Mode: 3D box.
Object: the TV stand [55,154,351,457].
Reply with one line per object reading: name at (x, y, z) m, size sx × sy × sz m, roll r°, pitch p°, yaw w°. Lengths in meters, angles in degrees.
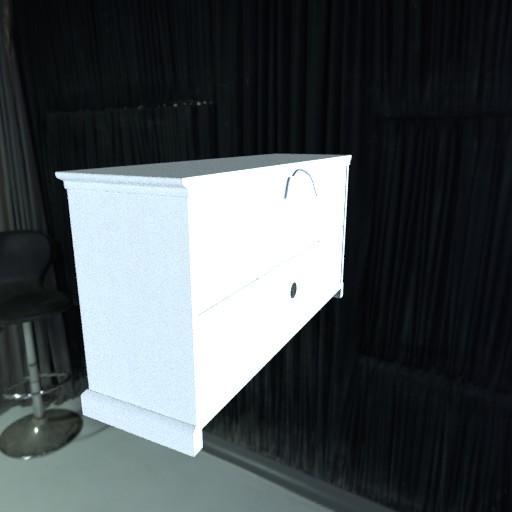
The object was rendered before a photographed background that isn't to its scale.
TV stand at (0.000, 0.000, 1.488) m, size 0.424 × 0.624 × 1.187 m, roll 8°, pitch 17°, yaw 26°
